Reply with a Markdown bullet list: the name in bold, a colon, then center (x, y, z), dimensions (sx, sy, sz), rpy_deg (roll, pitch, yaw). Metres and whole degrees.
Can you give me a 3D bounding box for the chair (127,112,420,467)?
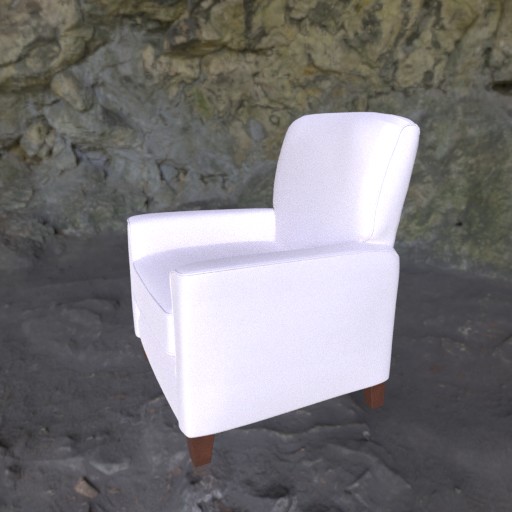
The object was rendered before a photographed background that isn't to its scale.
- **chair**: center (0.000, 0.000, 1.660), dimensions (0.858, 1.028, 0.841), rpy_deg (-8, 18, -24)
